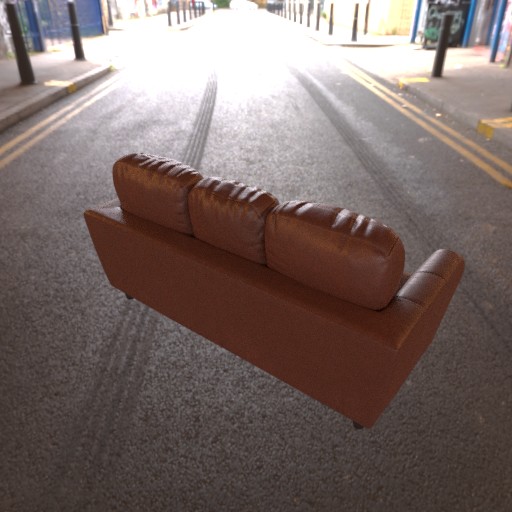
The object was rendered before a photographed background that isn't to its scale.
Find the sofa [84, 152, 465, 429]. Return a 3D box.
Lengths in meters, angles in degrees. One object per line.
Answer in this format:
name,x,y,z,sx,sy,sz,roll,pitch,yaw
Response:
sofa,0.000,0.000,2.333,1.862,0.915,0.802,21,36,32
